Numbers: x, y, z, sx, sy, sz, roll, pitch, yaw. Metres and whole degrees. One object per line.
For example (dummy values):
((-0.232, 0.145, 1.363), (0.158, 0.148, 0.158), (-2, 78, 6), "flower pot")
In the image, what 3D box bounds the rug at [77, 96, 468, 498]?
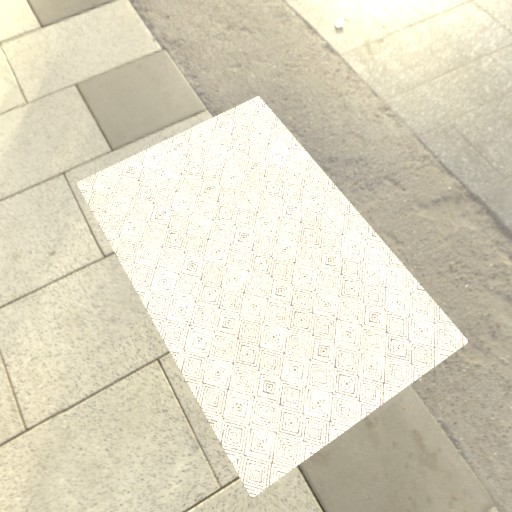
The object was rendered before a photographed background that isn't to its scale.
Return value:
((0.000, 0.000, 2.217), (1.175, 0.008, 1.783), (-30, 68, -13), "rug")
